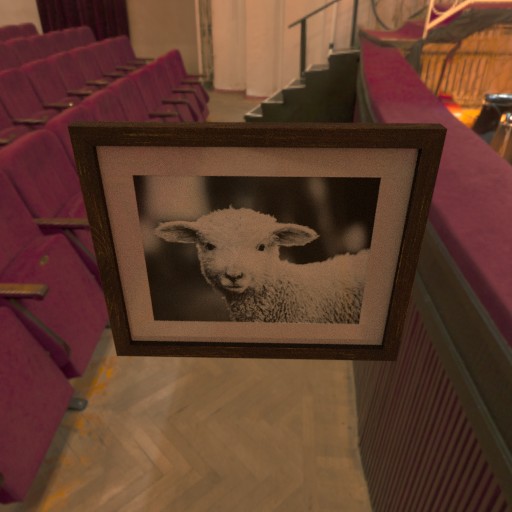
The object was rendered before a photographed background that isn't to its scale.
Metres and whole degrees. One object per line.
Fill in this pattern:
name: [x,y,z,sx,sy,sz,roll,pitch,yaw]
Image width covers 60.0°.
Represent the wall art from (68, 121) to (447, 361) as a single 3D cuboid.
wall art: [0.000,0.000,0.781,0.558,0.457,0.032,1,31,1]
